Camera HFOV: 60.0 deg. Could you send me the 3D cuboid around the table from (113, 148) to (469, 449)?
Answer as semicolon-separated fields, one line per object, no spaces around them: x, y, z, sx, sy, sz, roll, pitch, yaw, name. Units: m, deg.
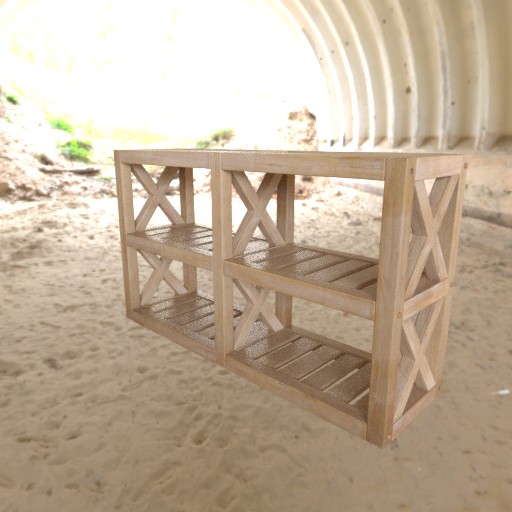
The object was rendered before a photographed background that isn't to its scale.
0.000;0.000;1.656;1.320;0.762;0.381;14;20;42;table
